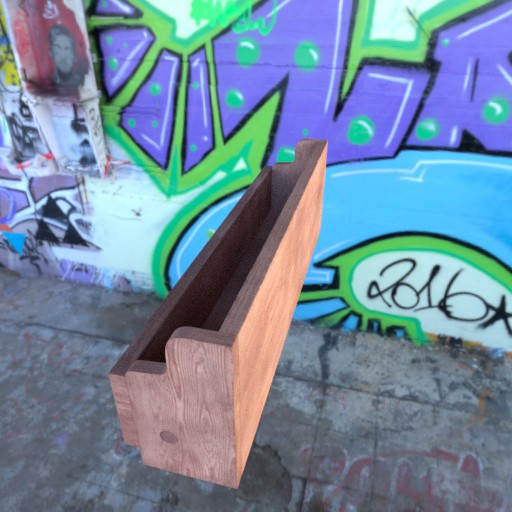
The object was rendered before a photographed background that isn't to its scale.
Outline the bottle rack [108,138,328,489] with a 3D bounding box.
[{"bbox_3d":[0.000,0.000,0.677,0.126,0.196,0.608,8,32,13],"label":"bottle rack"}]
